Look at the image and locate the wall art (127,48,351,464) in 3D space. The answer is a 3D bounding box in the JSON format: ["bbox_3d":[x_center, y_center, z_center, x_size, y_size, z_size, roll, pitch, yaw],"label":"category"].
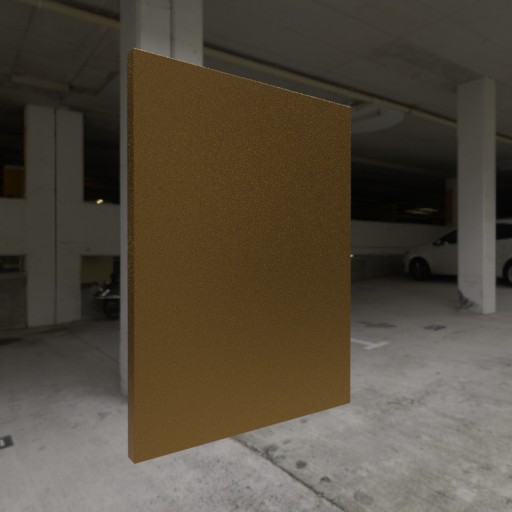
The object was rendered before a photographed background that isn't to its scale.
[{"bbox_3d":[0.000,0.000,1.056,0.610,0.812,0.038,0,1,-35],"label":"wall art"}]
